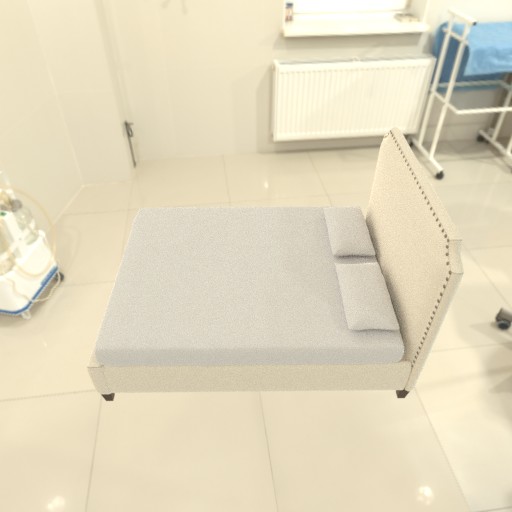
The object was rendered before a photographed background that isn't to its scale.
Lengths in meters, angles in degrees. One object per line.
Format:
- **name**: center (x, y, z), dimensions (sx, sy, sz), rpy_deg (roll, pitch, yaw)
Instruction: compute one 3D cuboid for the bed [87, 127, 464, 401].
- **bed**: center (0.000, 0.000, 3.502), dimensions (2.372, 1.497, 1.712), rpy_deg (0, 41, 0)
